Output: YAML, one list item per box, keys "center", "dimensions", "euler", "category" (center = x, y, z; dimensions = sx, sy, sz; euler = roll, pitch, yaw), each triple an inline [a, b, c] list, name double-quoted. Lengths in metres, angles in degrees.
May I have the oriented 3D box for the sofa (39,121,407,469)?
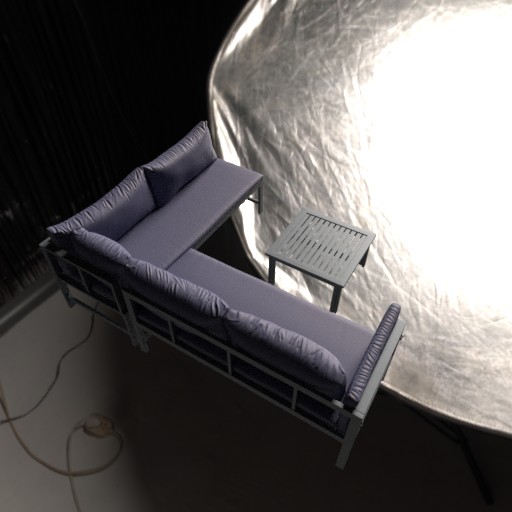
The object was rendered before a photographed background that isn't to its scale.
- center: [0.000, 0.000, 3.029]
  dimensions: [2.149, 0.762, 1.658]
  euler: [24, 50, 22]
  category: "sofa"
